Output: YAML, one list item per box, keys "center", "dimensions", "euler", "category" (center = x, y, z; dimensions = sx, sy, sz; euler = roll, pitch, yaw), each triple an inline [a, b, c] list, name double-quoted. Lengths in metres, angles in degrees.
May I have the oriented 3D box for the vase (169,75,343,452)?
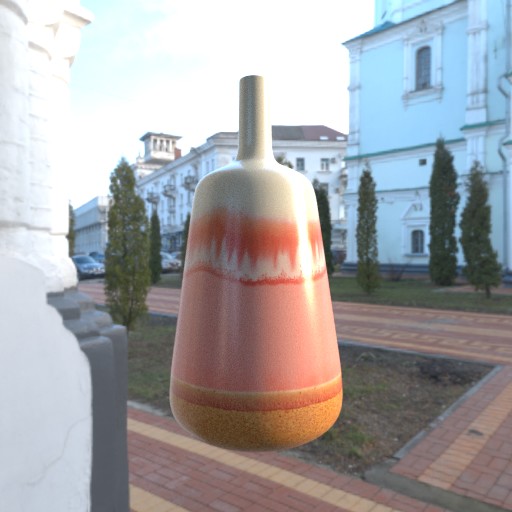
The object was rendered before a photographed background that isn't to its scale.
- center: [0.000, 0.000, 0.376]
  dimensions: [0.144, 0.296, 0.144]
  euler: [0, 0, 0]
  category: "vase"
